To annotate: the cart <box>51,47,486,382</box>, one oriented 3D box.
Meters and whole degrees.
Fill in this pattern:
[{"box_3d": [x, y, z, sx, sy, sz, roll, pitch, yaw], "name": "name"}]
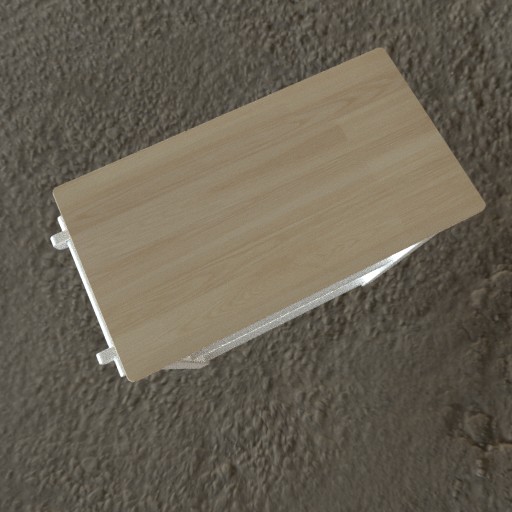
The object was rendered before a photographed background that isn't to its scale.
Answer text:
[{"box_3d": [0.000, 0.000, 1.411, 0.899, 0.927, 0.457, -25, 77, -6], "name": "cart"}]
